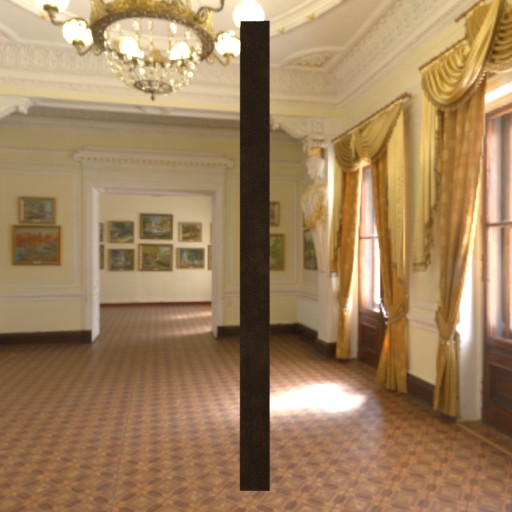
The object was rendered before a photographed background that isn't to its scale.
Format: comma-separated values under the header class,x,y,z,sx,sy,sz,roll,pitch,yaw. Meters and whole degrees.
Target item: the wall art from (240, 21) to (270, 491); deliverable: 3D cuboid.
class,x,y,z,sx,sy,sz,roll,pitch,yaw
wall art,0.000,0.000,0.547,0.027,0.406,0.329,0,0,0
